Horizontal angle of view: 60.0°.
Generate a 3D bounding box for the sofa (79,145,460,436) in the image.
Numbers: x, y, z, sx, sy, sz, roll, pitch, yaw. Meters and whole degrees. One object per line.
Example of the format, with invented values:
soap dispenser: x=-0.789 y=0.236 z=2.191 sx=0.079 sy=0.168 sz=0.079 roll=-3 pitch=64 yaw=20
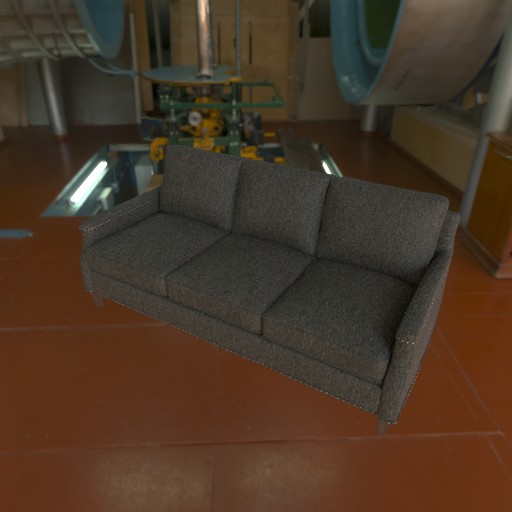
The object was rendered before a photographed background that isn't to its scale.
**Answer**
sofa: x=0.000 y=0.000 z=2.866 sx=2.246 sy=1.003 sz=1.084 roll=17 pitch=34 yaw=27
